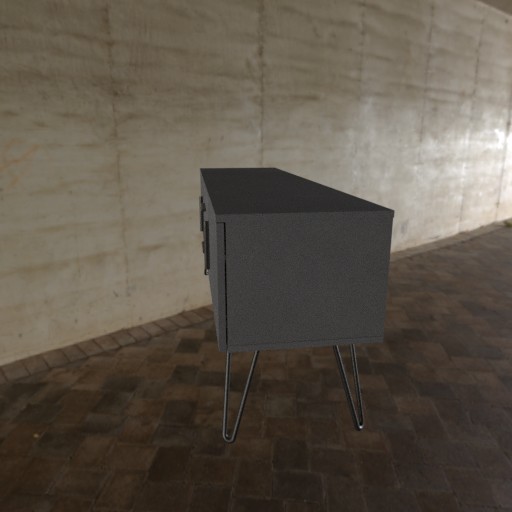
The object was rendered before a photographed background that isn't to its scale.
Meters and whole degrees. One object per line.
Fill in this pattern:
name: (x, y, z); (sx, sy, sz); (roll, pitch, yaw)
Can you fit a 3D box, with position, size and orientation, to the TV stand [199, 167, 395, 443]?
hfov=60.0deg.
TV stand: (0.000, 0.000, 1.668); (0.400, 0.560, 1.400); (-2, 15, -8)
